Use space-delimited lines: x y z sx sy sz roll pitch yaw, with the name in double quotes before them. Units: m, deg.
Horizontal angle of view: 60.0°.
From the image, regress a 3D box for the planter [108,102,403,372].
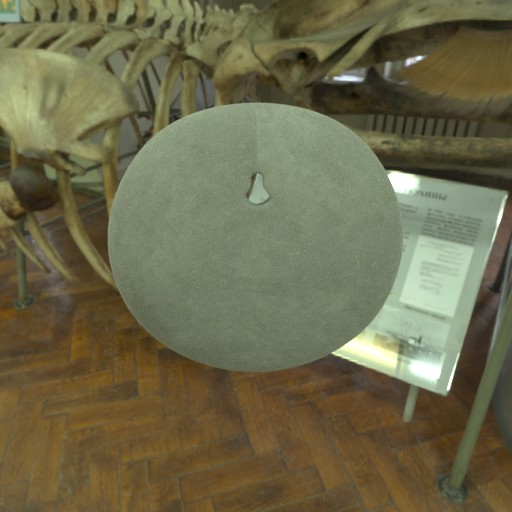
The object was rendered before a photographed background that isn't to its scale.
"planter" 0.000 0.000 0.283 0.185 0.188 0.071 0 30 -1
